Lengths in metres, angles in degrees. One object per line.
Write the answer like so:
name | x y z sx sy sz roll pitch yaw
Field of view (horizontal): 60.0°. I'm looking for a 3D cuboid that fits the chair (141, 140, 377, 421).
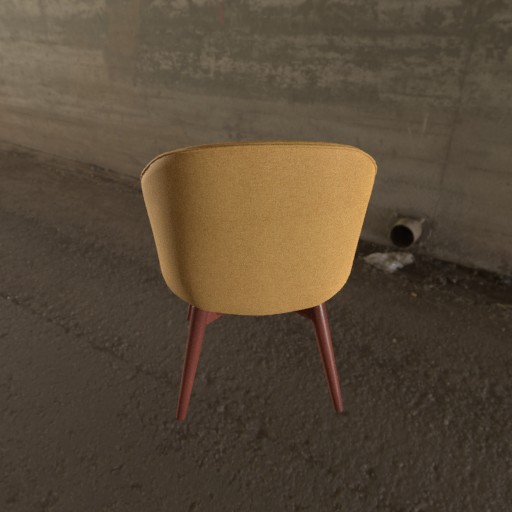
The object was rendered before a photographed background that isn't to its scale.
chair | 0.000 0.000 1.275 0.596 0.823 0.635 -2 30 -3
